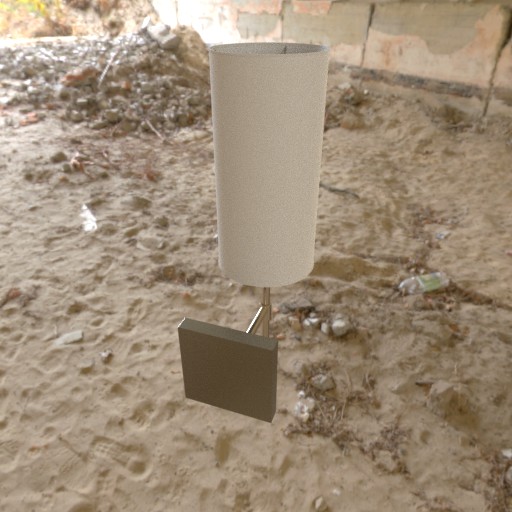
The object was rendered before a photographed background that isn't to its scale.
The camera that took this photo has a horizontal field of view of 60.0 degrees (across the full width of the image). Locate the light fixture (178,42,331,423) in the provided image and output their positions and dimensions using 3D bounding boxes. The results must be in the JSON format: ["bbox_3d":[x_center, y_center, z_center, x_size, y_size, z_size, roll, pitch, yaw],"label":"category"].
[{"bbox_3d":[0.000,0.000,0.549,0.128,0.462,0.208,10,32,17],"label":"light fixture"}]
